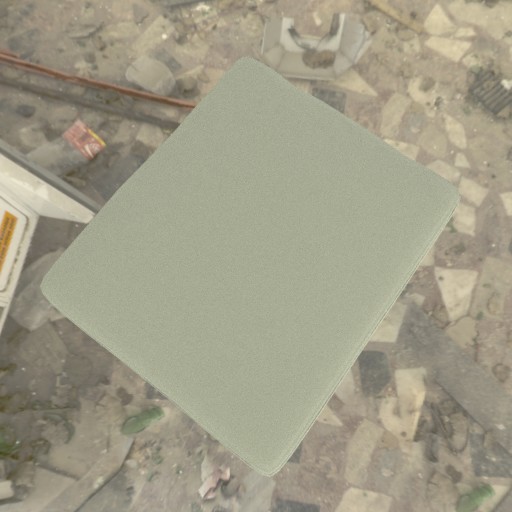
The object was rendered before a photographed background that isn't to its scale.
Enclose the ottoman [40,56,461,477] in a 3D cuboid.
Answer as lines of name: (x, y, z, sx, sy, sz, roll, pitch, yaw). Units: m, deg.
ottoman: (0.000, 0.000, 1.459, 0.842, 0.494, 0.991, 36, 78, 9)
